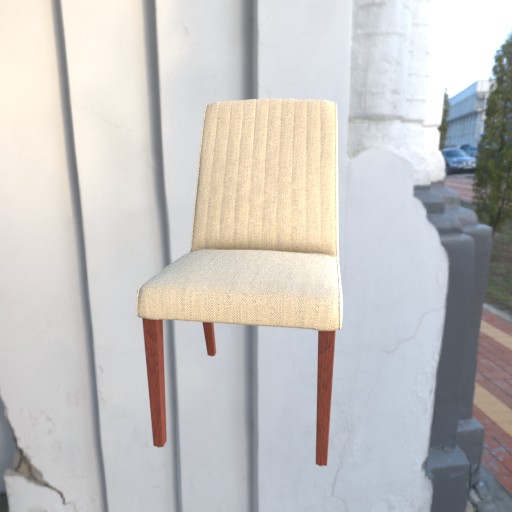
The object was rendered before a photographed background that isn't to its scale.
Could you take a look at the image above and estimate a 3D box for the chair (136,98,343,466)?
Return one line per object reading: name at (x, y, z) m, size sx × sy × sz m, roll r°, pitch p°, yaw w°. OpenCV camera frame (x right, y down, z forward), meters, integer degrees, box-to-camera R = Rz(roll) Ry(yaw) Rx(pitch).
chair at (0.000, 0.000, 1.262) m, size 0.480 × 0.900 × 0.594 m, roll 2°, pitch 14°, yaw 9°
